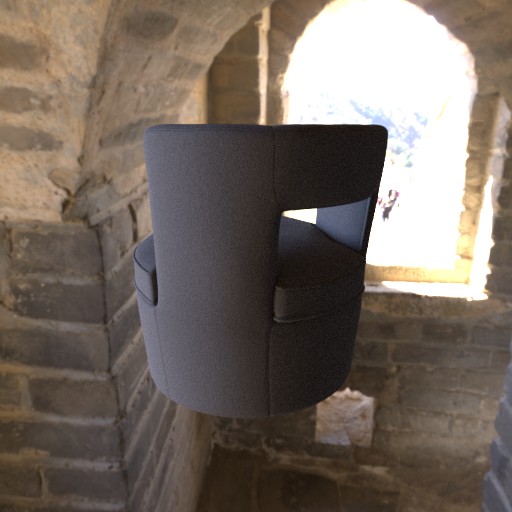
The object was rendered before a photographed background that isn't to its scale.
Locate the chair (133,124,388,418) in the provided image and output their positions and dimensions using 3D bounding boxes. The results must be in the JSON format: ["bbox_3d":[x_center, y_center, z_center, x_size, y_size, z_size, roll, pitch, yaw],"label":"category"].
[{"bbox_3d":[0.000,0.000,1.264,0.689,0.719,0.660,-15,22,-41],"label":"chair"}]
